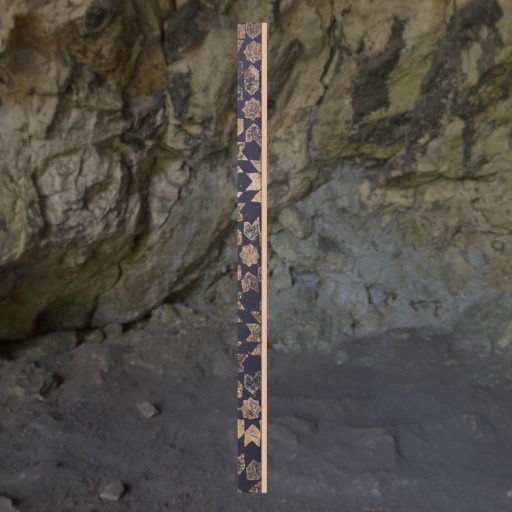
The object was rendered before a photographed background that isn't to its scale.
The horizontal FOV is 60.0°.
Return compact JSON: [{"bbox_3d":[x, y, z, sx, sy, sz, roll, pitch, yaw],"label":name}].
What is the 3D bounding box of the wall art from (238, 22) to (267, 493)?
[{"bbox_3d":[0.000,0.000,0.880,0.038,0.612,0.612,0,1,1],"label":"wall art"}]
